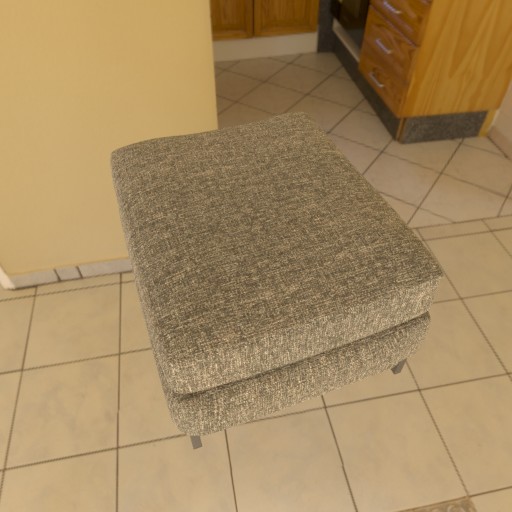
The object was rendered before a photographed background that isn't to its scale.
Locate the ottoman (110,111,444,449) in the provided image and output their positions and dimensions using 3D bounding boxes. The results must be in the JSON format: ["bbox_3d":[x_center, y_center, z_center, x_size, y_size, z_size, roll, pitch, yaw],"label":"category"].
[{"bbox_3d":[0.000,0.000,1.267,0.683,0.480,0.828,-15,49,-14],"label":"ottoman"}]
